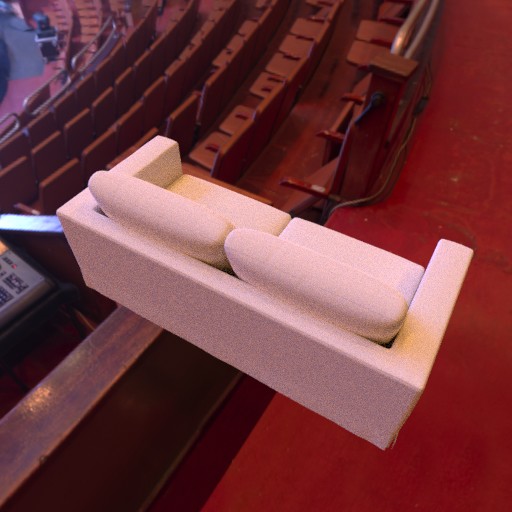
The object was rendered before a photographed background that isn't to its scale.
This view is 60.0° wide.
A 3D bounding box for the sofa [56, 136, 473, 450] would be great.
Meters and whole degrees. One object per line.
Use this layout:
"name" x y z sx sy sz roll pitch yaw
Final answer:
"sofa" 0.000 0.000 2.589 2.163 0.881 0.954 24 52 20
